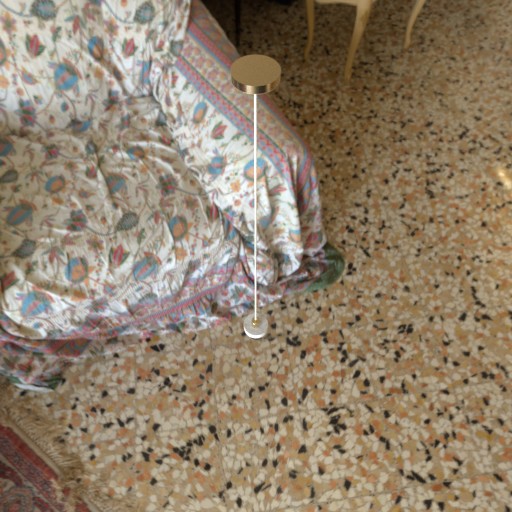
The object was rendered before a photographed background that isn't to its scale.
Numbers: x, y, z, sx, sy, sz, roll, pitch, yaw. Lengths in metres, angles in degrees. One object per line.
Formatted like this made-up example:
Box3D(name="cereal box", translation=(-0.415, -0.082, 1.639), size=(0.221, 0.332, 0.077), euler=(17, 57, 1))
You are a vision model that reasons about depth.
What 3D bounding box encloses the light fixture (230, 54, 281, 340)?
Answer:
Box3D(name="light fixture", translation=(0.000, 0.000, 1.760), size=(0.129, 1.669, 0.129), euler=(1, 58, 0))
